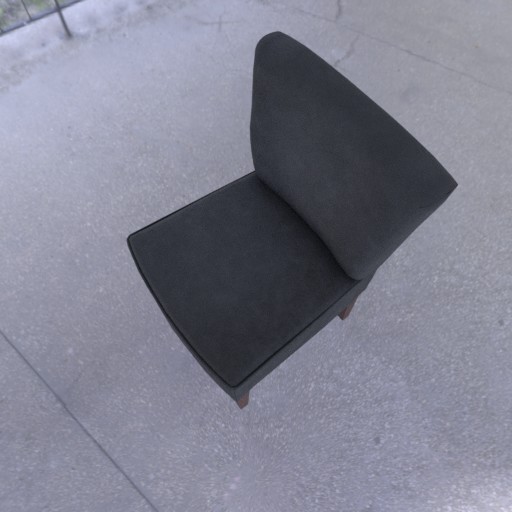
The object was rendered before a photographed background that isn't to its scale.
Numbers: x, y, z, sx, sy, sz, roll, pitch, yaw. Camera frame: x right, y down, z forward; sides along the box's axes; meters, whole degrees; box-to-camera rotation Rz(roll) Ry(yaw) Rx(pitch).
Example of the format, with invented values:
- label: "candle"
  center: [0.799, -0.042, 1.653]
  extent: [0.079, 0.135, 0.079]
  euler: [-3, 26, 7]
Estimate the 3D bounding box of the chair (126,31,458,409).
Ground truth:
- label: "chair"
  center: [0.000, 0.000, 1.158]
  extent: [0.554, 0.806, 0.521]
  euler: [-33, 68, -16]
